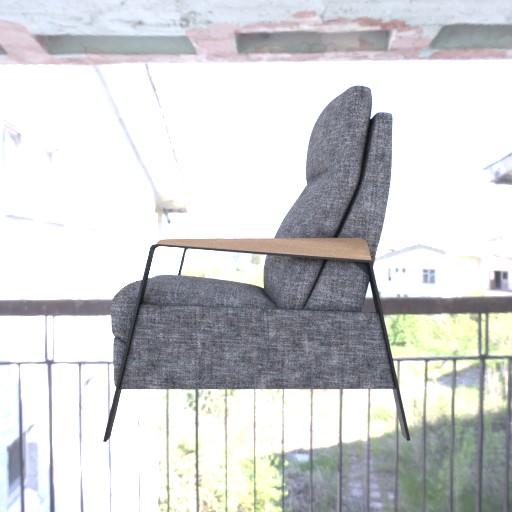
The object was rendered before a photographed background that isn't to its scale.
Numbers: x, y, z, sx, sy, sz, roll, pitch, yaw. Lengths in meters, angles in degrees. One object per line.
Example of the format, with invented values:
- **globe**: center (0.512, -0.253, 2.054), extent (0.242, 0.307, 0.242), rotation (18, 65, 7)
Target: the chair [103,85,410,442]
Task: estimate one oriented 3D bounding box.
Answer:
- **chair**: center (0.000, 0.000, 1.581), extent (0.868, 1.042, 0.671), rotation (0, 0, -1)
